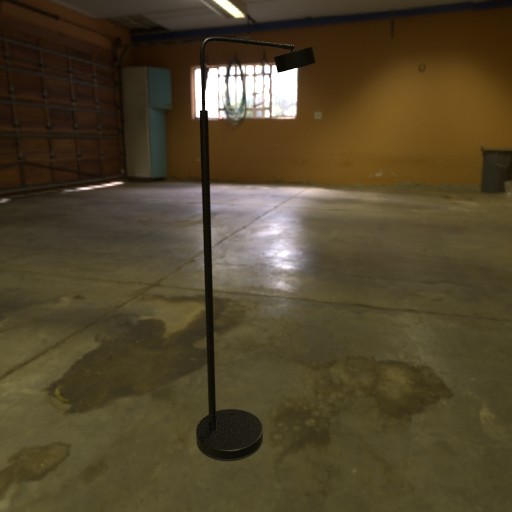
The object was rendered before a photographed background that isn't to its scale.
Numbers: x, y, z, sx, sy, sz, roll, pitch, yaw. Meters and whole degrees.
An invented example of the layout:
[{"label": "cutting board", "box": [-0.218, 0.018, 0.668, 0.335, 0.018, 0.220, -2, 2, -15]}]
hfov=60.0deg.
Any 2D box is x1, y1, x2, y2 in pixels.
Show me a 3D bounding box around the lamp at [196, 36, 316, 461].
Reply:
[{"label": "lamp", "box": [0.000, 0.000, 1.366, 0.418, 1.230, 0.219, -8, 17, -28]}]
